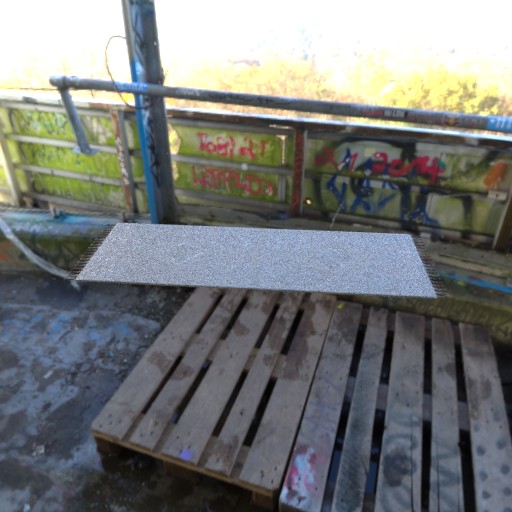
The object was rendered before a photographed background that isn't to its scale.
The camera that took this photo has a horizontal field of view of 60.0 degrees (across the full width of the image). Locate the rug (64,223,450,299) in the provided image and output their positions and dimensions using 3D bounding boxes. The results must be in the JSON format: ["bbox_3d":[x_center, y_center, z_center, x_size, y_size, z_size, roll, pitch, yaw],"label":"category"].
[{"bbox_3d":[0.000,0.000,2.900,2.378,0.018,1.324,11,34,18],"label":"rug"}]
